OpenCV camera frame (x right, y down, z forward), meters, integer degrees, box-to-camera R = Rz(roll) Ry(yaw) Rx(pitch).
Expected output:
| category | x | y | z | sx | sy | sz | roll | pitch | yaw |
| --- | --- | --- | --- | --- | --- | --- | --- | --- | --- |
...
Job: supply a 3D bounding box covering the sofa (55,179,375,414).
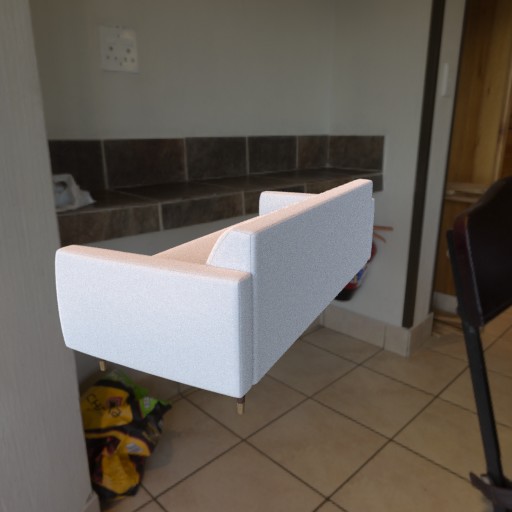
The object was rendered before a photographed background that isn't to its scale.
| category | x | y | z | sx | sy | sz | roll | pitch | yaw |
| --- | --- | --- | --- | --- | --- | --- | --- | --- | --- |
| sofa | 0.000 | 0.000 | 2.805 | 0.990 | 0.821 | 2.291 | 8 | 18 | 26 |
